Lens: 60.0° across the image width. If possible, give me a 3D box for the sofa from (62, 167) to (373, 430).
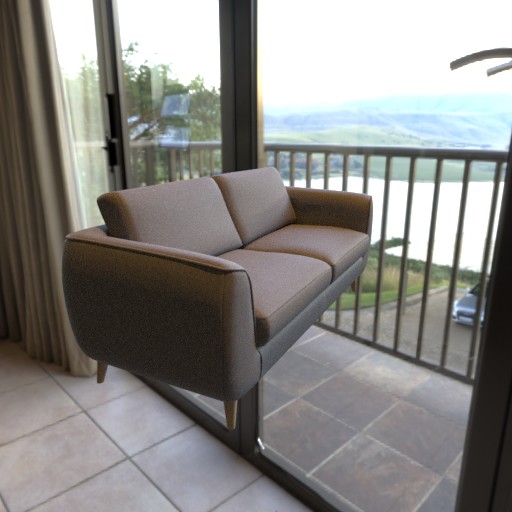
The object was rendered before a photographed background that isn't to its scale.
[{"bbox_3d":[0.000,0.000,2.545,0.920,0.870,2.000,8,18,27],"label":"sofa"}]
